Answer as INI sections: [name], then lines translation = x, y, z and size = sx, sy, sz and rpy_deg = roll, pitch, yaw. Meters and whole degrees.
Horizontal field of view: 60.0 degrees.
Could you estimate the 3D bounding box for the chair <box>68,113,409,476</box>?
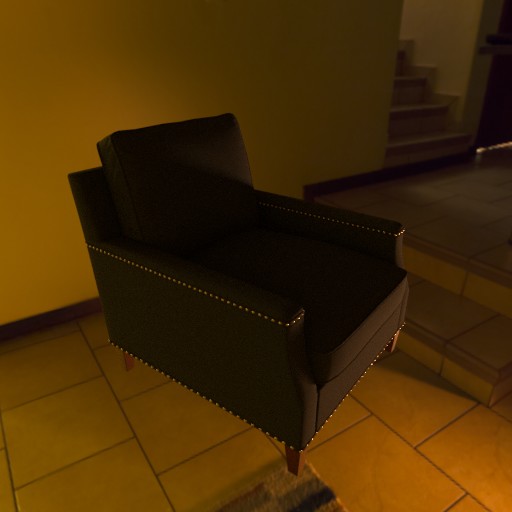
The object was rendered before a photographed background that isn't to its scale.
[chair]
translation = 0.000, 0.000, 1.702
size = 1.014, 0.943, 0.853
rpy_deg = 18, 30, 33
